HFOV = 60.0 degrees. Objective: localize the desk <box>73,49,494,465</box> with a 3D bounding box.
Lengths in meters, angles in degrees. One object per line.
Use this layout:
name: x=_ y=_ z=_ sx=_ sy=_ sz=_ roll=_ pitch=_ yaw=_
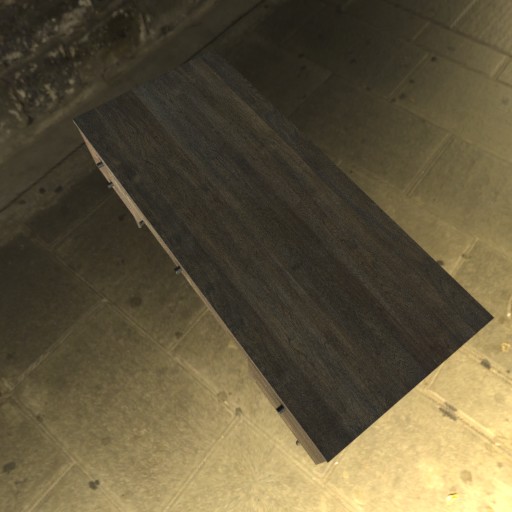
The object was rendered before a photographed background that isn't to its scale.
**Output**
desk: x=0.000 y=0.000 z=1.972 sx=0.730 sy=0.780 sz=1.600 roll=-34 pitch=68 yaw=-16
